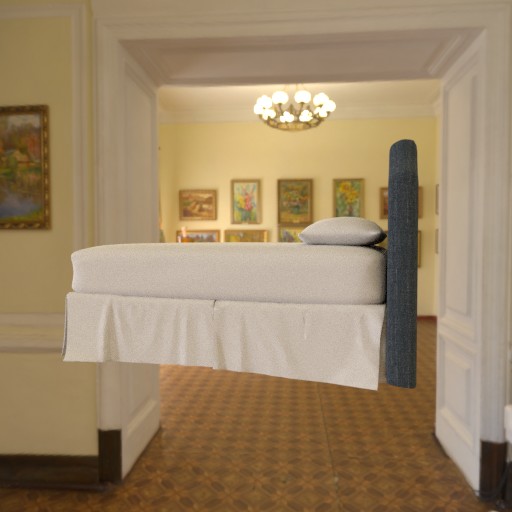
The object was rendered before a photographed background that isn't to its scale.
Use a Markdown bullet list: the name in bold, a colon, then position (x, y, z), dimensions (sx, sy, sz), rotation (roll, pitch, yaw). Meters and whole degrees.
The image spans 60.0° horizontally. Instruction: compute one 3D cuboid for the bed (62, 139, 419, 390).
- **bed**: position (0.000, 0.000, 3.318), dimensions (2.208, 1.297, 1.828), rotation (1, 2, 18)
